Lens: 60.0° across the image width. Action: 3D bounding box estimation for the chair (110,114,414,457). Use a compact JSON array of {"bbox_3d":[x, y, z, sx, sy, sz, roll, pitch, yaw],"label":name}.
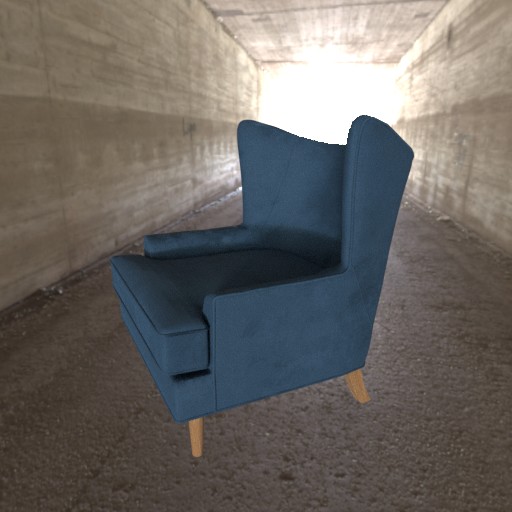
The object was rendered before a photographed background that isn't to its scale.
[{"bbox_3d":[0.000,0.000,1.587,0.910,0.952,0.793,-8,18,-26],"label":"chair"}]
